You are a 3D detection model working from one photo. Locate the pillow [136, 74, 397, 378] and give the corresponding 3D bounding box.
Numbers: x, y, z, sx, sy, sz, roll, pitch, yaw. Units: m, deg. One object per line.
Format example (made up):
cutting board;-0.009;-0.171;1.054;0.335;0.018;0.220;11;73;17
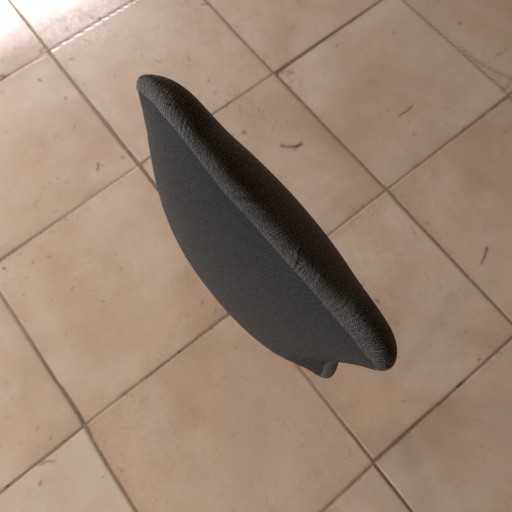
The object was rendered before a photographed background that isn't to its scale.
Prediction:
pillow;0.000;0.000;0.810;0.210;0.523;0.533;-38;77;-10
